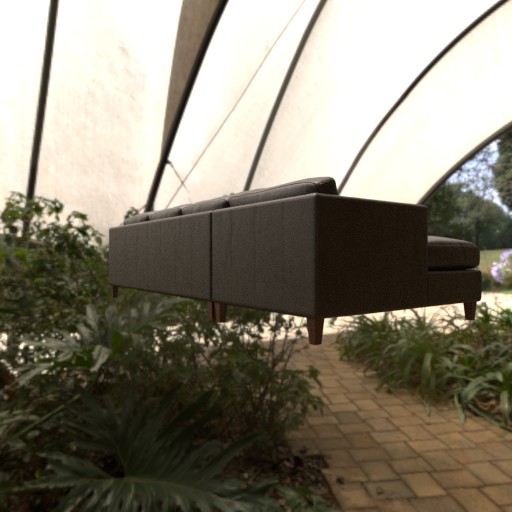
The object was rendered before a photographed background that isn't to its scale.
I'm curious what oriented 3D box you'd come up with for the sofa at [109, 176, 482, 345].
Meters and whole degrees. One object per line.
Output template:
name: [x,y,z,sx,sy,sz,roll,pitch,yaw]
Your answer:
sofa: [0.000,0.000,3.891,1.581,0.883,3.203,0,0,-36]
